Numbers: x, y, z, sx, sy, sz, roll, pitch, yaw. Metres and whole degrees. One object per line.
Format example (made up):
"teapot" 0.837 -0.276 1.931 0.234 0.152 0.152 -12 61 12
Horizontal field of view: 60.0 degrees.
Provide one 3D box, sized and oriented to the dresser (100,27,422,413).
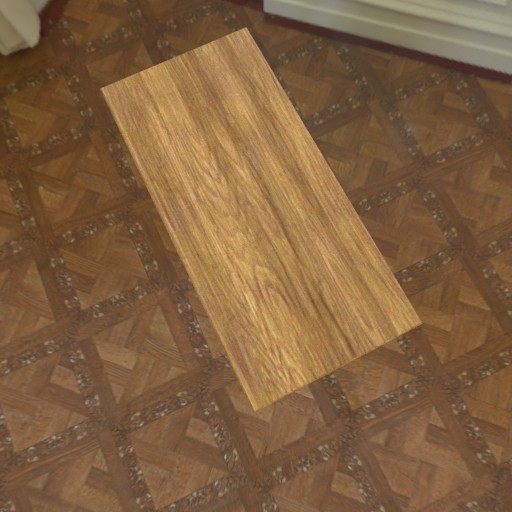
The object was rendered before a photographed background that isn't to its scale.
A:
"dresser" 0.000 0.000 1.990 0.558 1.431 1.081 -26 77 -6
